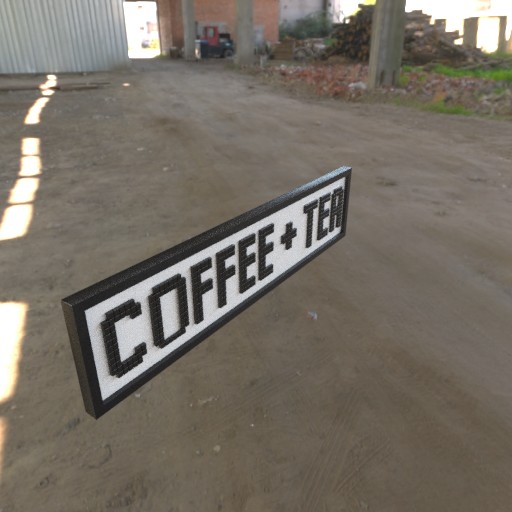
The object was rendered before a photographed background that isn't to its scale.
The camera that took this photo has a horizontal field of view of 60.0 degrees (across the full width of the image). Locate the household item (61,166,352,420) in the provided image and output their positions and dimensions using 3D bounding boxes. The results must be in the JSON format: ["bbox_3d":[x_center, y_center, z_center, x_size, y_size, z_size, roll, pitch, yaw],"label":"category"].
[{"bbox_3d":[0.000,0.000,1.099,0.030,0.236,1.001,17,31,32],"label":"household item"}]
